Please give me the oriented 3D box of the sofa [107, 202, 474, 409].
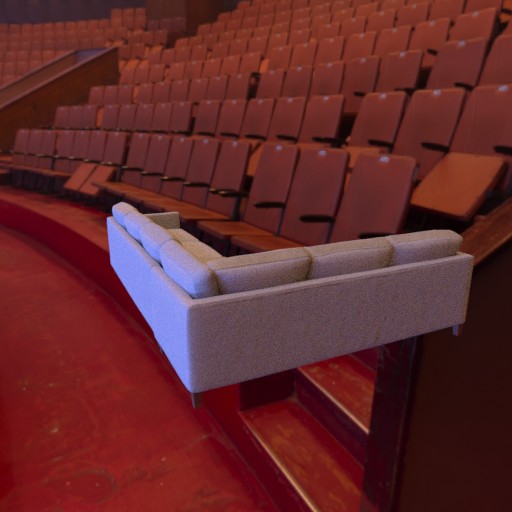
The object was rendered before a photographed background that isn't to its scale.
[{"bbox_3d":[0.000,0.000,4.683,2.592,0.947,3.301,-8,18,-25],"label":"sofa"}]
